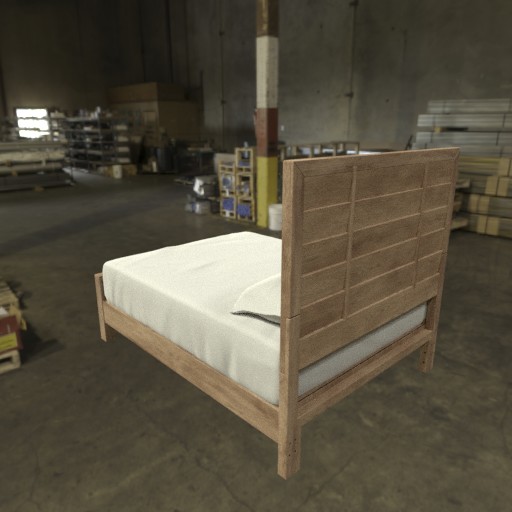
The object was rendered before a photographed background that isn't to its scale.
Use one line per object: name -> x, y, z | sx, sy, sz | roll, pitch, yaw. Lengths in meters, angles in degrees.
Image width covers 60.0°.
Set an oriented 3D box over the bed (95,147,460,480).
bed -> 0.000, 0.000, 3.369 | 1.626, 1.626, 2.197 | -15, 22, -41
